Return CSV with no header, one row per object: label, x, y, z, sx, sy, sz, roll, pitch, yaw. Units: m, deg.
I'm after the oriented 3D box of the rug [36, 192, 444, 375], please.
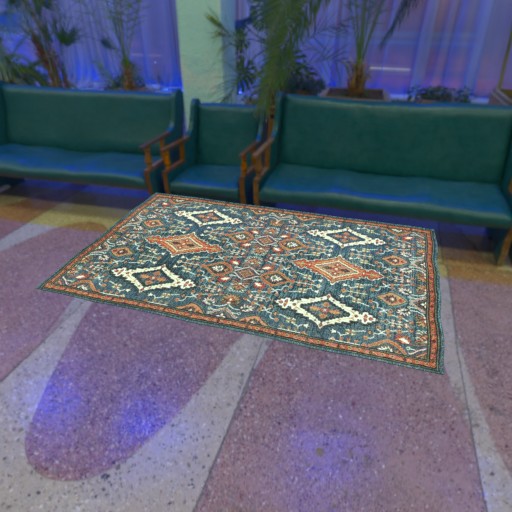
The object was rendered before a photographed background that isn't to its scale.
rug,0.000,0.000,4.293,3.371,0.008,2.190,9,33,15
